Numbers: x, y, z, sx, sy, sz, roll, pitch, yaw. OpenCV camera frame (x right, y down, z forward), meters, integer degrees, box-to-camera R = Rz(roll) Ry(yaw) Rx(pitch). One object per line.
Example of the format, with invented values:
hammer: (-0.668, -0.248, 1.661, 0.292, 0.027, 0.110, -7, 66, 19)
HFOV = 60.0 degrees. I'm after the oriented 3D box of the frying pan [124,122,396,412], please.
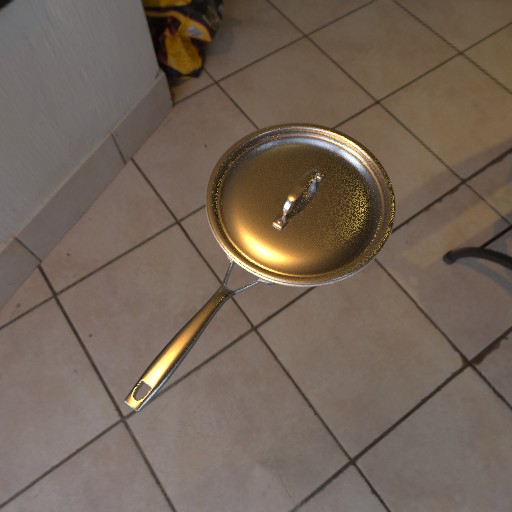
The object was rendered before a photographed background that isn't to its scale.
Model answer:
frying pan: (0.000, 0.000, 0.609, 0.272, 0.086, 0.490, 33, 69, 14)
